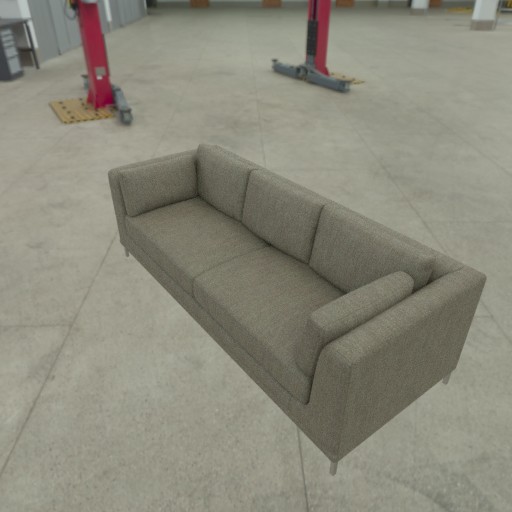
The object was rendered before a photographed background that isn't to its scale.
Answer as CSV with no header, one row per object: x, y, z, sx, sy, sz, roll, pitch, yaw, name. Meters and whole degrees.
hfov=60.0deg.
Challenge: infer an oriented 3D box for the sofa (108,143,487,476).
0.000,0.000,2.856,0.969,0.867,2.415,-22,39,-30,sofa
